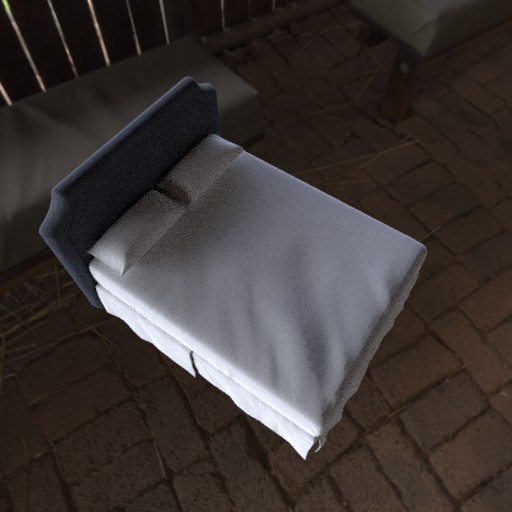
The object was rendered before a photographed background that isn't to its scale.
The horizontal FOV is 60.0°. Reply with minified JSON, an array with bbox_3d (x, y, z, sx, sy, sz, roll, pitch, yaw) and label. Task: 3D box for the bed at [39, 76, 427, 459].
[{"bbox_3d":[0.000,0.000,3.137,2.116,1.290,1.693,31,64,17],"label":"bed"}]
